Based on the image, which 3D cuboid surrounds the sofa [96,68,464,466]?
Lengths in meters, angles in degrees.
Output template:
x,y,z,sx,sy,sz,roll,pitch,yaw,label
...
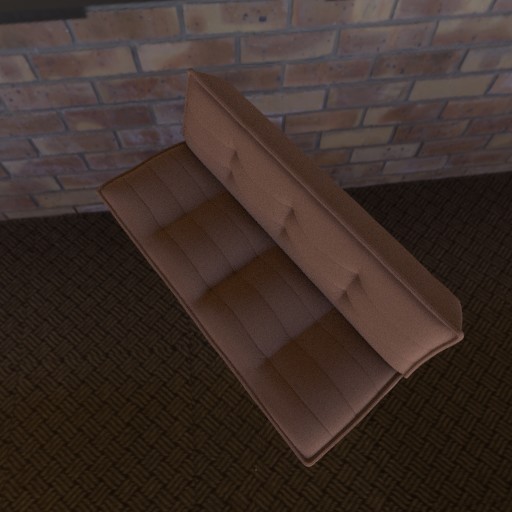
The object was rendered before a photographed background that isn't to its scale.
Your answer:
x,y,z,sx,sy,sz,roll,pitch,yaw,label
0.000,0.000,2.420,0.950,0.890,1.940,-36,69,-16,sofa
